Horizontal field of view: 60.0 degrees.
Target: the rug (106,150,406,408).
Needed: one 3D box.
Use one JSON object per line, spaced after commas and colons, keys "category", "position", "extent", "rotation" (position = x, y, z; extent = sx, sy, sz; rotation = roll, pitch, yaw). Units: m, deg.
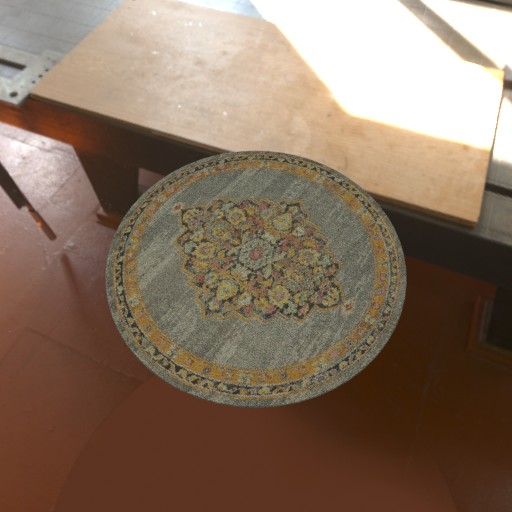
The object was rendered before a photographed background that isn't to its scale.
{"category": "rug", "position": [0.000, 0.000, 2.394], "extent": [1.598, 0.010, 1.598], "rotation": [0, 57, 0]}
